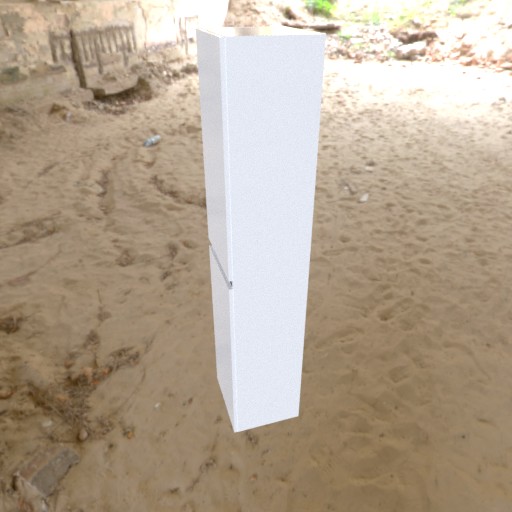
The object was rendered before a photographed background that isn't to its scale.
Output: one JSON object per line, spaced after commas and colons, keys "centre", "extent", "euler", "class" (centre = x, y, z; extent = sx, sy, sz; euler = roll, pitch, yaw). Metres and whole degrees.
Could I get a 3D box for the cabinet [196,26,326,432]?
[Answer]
{"centre": [0.000, 0.000, 1.541], "extent": [0.270, 1.400, 0.300], "euler": [-9, 32, -15], "class": "cabinet"}
